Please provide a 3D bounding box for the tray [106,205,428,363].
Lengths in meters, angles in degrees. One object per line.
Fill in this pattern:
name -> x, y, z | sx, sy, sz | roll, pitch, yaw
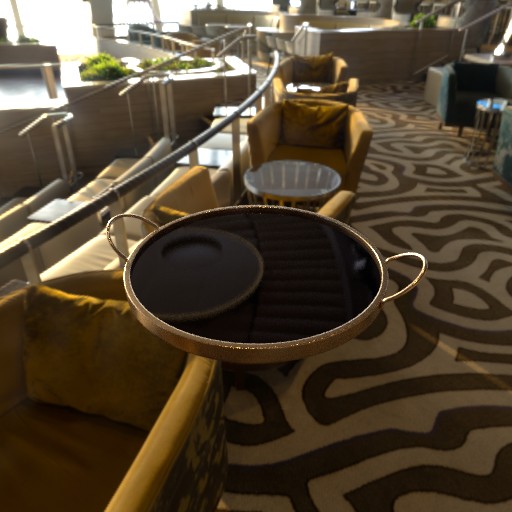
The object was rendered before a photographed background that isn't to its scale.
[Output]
tray -> 0.000, 0.000, 0.754 | 0.543, 0.069, 0.438 | 9, 32, 14
